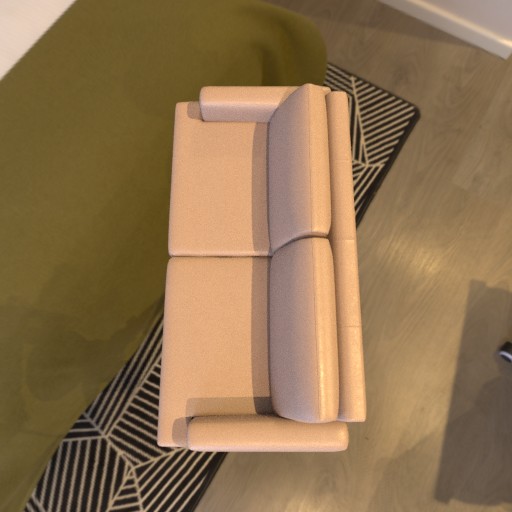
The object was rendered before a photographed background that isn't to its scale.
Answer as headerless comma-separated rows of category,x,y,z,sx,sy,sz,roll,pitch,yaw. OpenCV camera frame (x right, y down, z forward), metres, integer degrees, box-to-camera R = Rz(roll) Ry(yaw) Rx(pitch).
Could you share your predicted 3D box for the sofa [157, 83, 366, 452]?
sofa,0.000,0.000,2.397,0.974,0.765,1.940,0,75,0
